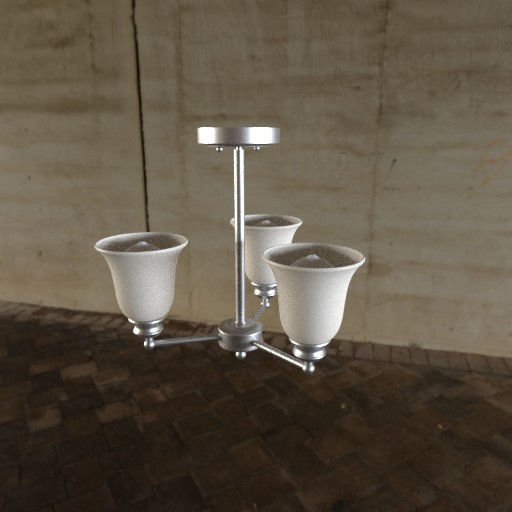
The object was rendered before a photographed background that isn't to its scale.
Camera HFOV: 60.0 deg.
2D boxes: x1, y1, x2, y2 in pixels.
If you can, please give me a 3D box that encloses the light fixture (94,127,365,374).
[{"bbox_3d":[0.000,0.000,0.666,0.388,0.370,0.354,-13,20,-41],"label":"light fixture"}]
